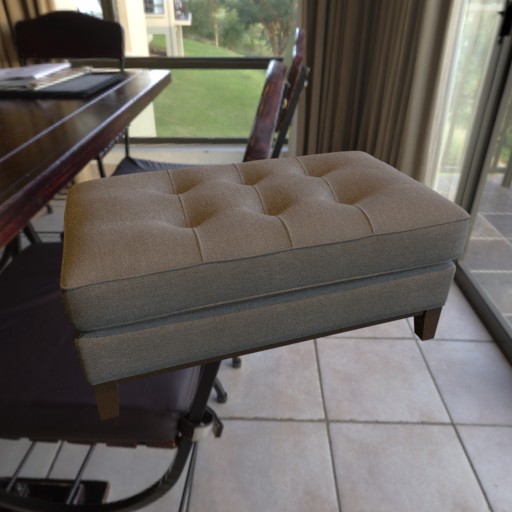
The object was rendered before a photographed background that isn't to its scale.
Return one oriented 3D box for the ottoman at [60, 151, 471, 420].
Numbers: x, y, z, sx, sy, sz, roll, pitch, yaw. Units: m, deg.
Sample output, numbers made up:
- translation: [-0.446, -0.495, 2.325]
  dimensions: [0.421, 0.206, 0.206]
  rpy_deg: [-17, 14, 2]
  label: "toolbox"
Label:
- translation: [0.000, 0.000, 1.480]
  dimensions: [1.143, 0.514, 0.648]
  rpy_deg: [-10, 32, -15]
  label: "ottoman"
